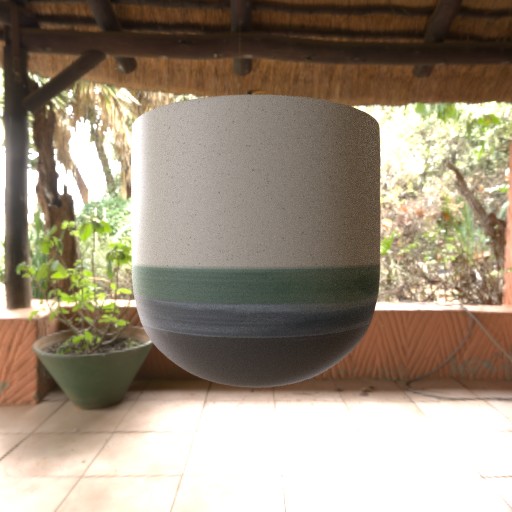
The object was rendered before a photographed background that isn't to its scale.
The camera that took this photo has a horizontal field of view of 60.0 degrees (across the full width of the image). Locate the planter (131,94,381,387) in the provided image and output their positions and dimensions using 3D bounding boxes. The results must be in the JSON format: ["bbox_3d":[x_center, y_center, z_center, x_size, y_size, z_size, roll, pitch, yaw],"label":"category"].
[{"bbox_3d":[0.000,0.000,0.496,0.268,0.270,0.268,0,1,0],"label":"planter"}]
